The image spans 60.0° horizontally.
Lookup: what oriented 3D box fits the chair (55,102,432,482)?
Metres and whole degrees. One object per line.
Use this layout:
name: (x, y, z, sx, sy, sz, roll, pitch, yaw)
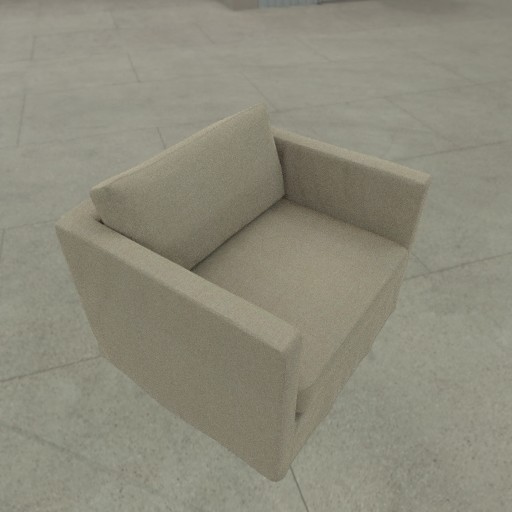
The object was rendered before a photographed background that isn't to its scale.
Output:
chair: (0.000, 0.000, 1.729, 0.949, 0.863, 1.057, 25, 46, 27)
